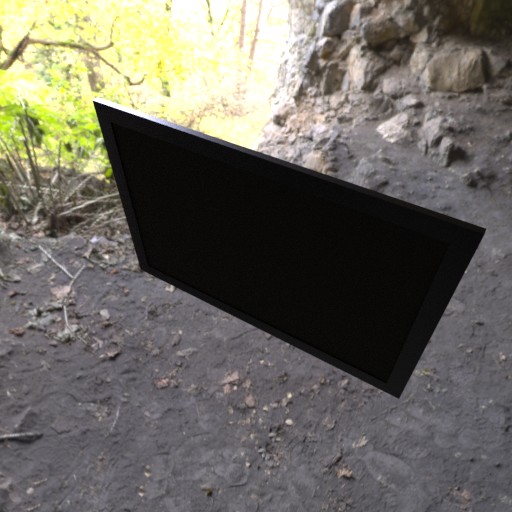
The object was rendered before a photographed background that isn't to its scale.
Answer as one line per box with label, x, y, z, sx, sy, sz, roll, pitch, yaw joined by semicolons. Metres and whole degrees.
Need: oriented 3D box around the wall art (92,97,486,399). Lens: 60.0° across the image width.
wall art;0.000;0.000;0.826;0.660;0.447;0.013;23;51;21
